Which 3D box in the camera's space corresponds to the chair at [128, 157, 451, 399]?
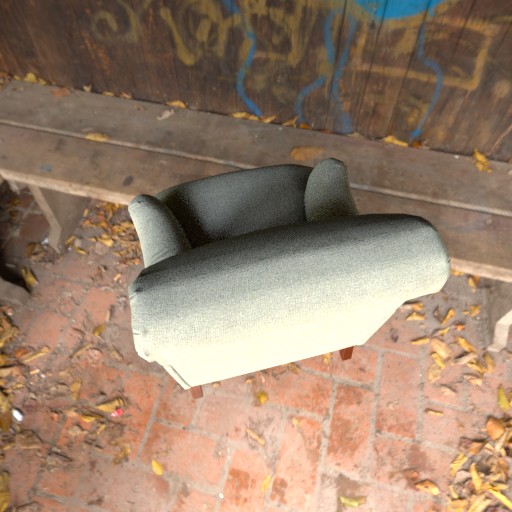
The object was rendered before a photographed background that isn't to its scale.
[{"bbox_3d":[0.000,0.000,1.906,0.964,1.178,1.060,-12,59,-8],"label":"chair"}]
